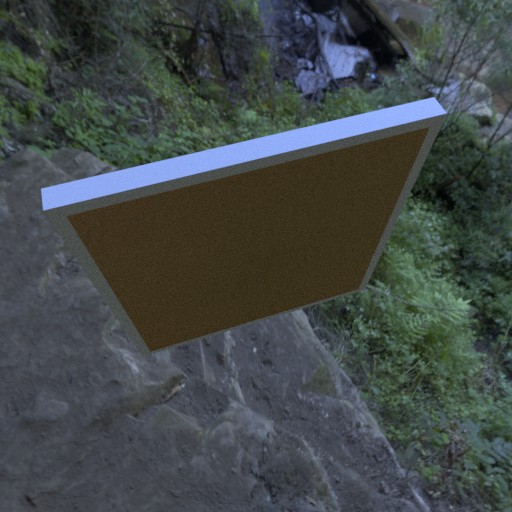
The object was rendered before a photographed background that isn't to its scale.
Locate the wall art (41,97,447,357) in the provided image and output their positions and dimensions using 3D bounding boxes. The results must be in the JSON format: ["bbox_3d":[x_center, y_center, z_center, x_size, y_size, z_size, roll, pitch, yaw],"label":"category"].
[{"bbox_3d":[0.000,0.000,0.458,0.307,0.307,0.020,-15,60,-9],"label":"wall art"}]
